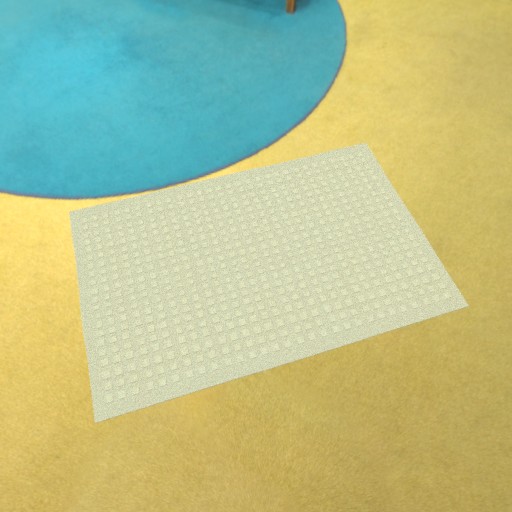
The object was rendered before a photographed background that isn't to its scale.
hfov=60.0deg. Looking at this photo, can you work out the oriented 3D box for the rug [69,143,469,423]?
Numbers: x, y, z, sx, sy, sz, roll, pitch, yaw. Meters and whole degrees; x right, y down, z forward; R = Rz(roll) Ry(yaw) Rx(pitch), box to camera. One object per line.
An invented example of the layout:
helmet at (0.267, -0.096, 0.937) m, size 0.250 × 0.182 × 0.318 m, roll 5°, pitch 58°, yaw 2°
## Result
rug at (0.000, 0.000, 2.235) m, size 1.747 × 0.006 × 1.143 m, roll -15°, pitch 59°, yaw -9°
